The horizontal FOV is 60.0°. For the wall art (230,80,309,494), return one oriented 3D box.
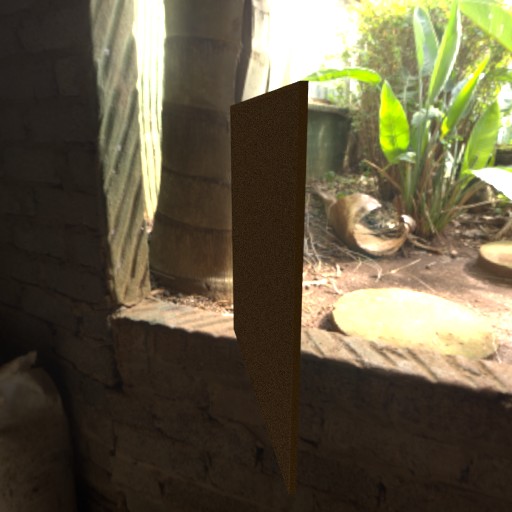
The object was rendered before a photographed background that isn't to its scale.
[{"bbox_3d":[0.000,0.000,0.972,0.014,0.655,0.657,-3,16,-11],"label":"wall art"}]
